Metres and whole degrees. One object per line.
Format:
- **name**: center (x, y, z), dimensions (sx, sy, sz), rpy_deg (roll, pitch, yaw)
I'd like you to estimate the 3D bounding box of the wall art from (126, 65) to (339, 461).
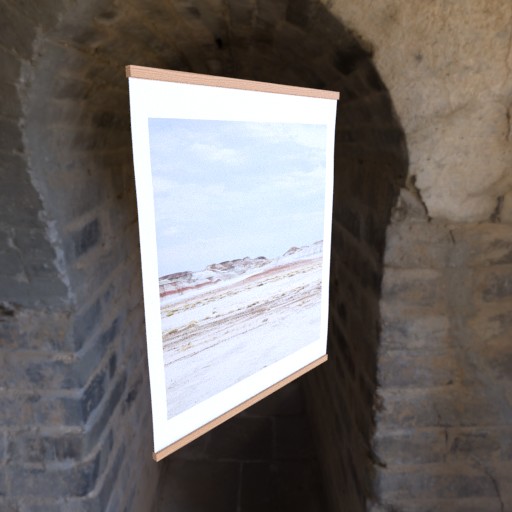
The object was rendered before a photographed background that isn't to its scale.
- **wall art**: center (0.000, 0.000, 0.689), dimensions (0.010, 0.507, 0.404), rpy_deg (14, 20, 42)
